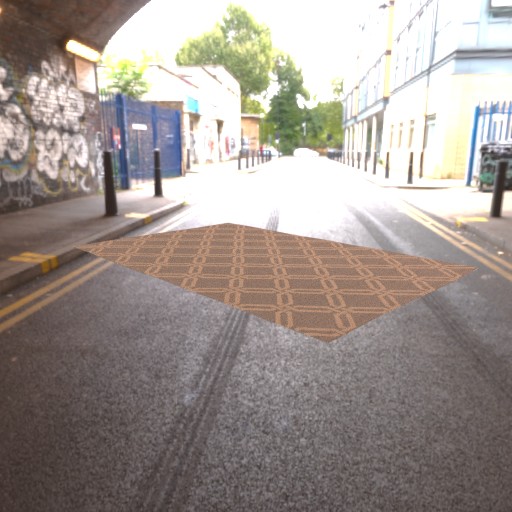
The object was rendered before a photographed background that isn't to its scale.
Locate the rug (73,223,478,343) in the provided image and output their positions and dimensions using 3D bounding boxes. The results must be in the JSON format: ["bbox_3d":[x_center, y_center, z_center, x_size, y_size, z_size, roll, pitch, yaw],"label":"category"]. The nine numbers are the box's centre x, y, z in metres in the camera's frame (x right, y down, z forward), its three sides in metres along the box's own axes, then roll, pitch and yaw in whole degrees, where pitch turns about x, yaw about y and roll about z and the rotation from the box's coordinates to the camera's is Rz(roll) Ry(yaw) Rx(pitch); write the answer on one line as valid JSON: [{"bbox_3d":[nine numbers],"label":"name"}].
[{"bbox_3d":[0.000,0.000,2.239,1.148,0.010,1.754,-13,19,-43],"label":"rug"}]
